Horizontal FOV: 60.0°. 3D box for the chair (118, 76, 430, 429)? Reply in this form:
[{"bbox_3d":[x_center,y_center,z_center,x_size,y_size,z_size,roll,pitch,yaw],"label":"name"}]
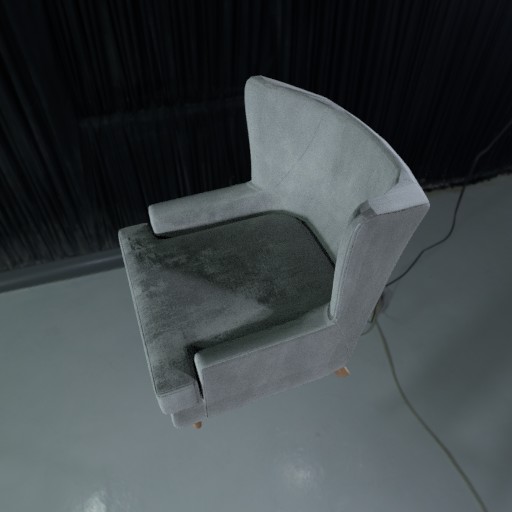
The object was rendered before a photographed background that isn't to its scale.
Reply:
[{"bbox_3d":[0.000,0.000,1.592,0.906,0.950,0.784,-15,49,-14],"label":"chair"}]
